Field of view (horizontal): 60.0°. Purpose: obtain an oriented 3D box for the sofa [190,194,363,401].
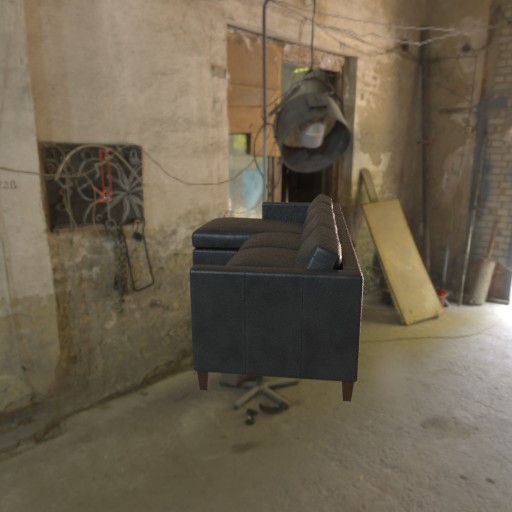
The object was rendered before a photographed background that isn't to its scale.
[{"bbox_3d":[0.000,0.000,3.997,1.581,0.883,3.203,2,14,8],"label":"sofa"}]
